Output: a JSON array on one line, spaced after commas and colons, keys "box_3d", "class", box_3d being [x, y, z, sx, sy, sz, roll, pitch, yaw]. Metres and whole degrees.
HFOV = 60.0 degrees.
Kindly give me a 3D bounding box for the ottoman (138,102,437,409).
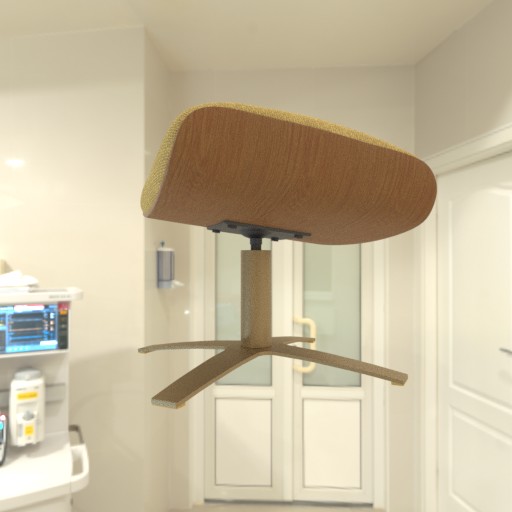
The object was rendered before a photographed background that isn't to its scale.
[{"box_3d": [0.000, 0.000, 0.798, 0.394, 0.391, 0.520, 0, 0, -18], "class": "ottoman"}]
